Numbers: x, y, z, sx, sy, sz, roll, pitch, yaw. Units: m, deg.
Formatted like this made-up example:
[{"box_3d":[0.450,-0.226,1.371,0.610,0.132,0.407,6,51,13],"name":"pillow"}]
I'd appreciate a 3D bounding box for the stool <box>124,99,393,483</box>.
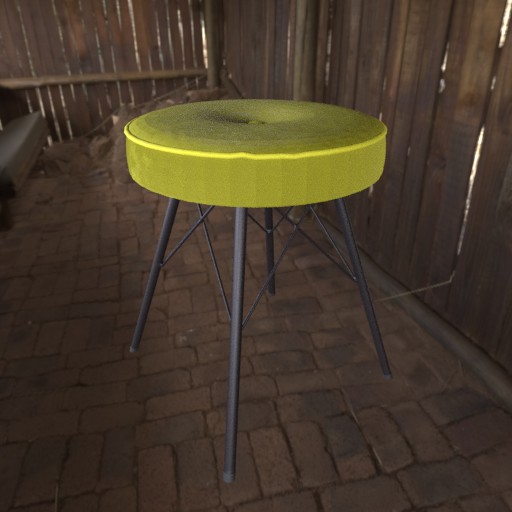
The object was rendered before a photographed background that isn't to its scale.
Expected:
[{"box_3d":[0.000,0.000,0.816,0.409,0.508,0.409,-19,33,-31],"name":"stool"}]
